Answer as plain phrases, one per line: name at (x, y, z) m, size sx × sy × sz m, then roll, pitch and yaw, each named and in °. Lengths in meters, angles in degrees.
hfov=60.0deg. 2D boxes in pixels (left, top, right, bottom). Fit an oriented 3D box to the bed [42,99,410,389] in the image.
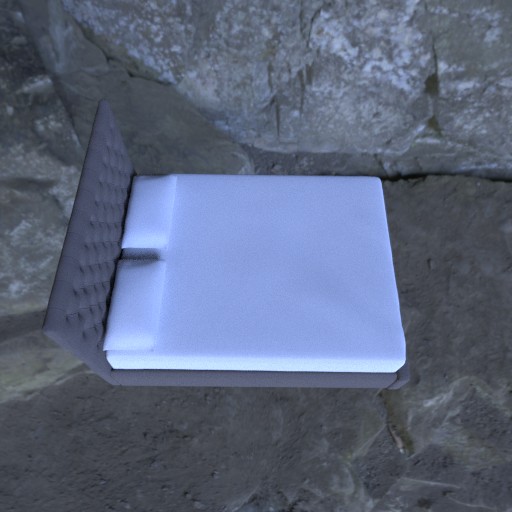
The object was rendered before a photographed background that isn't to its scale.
bed at (0.000, 0.000, 3.288) m, size 2.233 × 1.426 × 1.696 m, roll 1°, pitch 62°, yaw 0°
